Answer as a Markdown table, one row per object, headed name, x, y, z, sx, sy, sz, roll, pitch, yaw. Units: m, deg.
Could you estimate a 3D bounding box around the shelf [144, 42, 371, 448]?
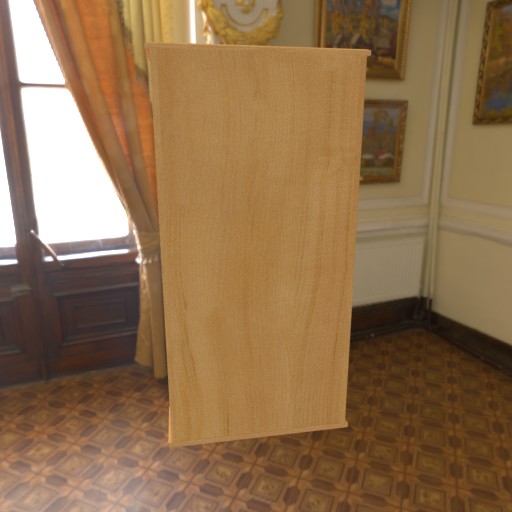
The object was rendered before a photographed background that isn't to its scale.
| name | x | y | z | sx | sy | sz | roll | pitch | yaw |
| --- | --- | --- | --- | --- | --- | --- | --- | --- | --- |
| shelf | 0.000 | 0.000 | 1.216 | 0.520 | 1.030 | 0.175 | -3 | 15 | -10 |
